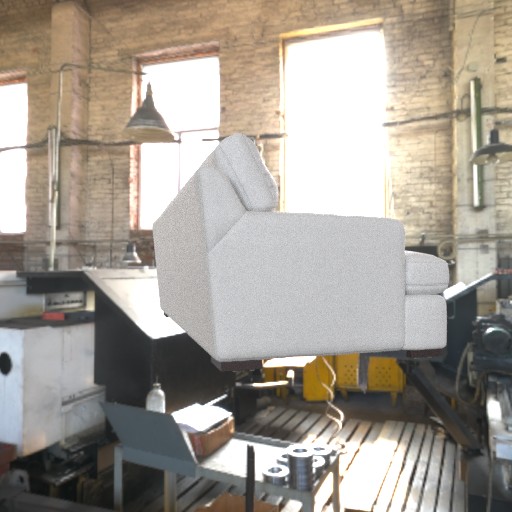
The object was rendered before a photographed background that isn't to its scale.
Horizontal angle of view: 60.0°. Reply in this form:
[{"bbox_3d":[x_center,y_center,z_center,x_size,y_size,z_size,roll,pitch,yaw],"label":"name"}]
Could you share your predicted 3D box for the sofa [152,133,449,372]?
[{"bbox_3d":[0.000,0.000,2.825,1.143,0.940,2.261,0,-2,-18],"label":"sofa"}]
